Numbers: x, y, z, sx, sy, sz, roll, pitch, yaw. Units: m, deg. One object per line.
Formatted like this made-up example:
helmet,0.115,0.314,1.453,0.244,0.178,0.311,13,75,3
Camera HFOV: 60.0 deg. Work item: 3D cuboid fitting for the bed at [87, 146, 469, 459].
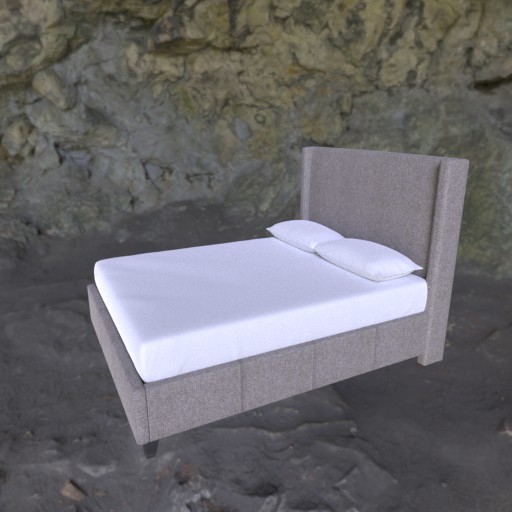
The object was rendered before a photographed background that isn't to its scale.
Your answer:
bed,0.000,0.000,3.310,2.245,1.476,1.714,-8,19,-26
